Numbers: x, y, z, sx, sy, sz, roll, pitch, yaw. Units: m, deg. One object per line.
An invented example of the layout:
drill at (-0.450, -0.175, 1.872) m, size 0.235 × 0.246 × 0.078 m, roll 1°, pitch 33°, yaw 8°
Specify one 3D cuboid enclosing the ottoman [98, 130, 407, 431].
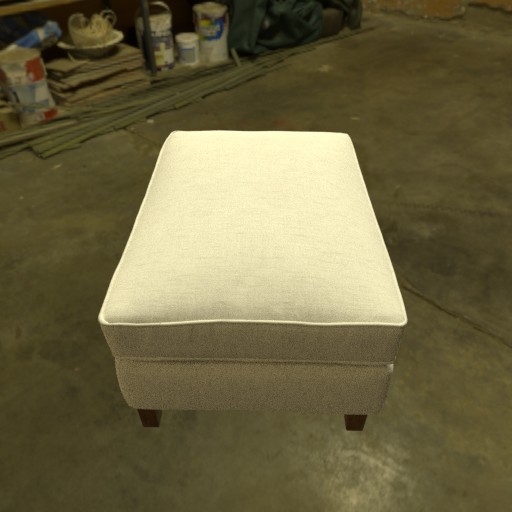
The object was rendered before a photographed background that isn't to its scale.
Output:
ottoman at (0.000, 0.000, 0.982) m, size 0.501 × 0.406 × 0.665 m, roll 1°, pitch 40°, yaw 1°
